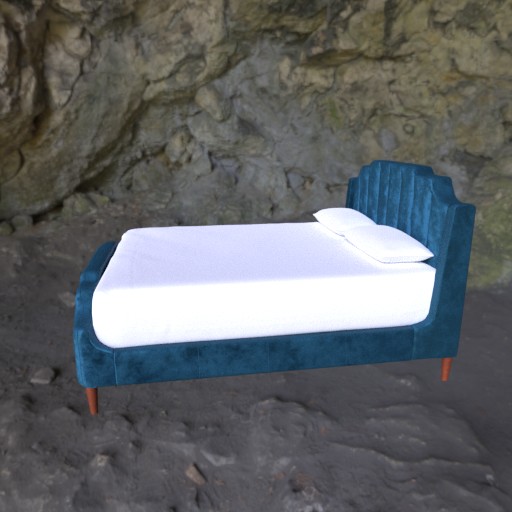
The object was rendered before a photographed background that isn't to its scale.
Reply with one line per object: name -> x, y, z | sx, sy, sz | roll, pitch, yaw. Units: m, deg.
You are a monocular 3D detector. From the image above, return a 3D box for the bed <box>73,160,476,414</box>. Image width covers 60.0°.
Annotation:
bed -> 0.000, 0.000, 3.282 | 2.322, 1.338, 1.678 | -3, 16, -9
